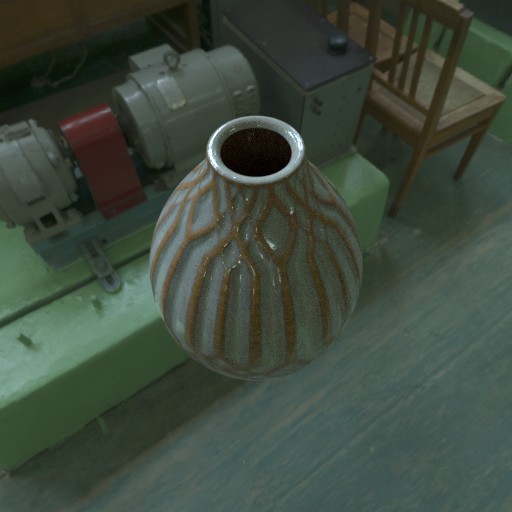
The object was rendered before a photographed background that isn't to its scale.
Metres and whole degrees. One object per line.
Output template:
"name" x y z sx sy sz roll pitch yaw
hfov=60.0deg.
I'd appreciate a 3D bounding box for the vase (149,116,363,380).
"vase" 0.000 0.000 0.269 0.131 0.175 0.131 0 57 0
